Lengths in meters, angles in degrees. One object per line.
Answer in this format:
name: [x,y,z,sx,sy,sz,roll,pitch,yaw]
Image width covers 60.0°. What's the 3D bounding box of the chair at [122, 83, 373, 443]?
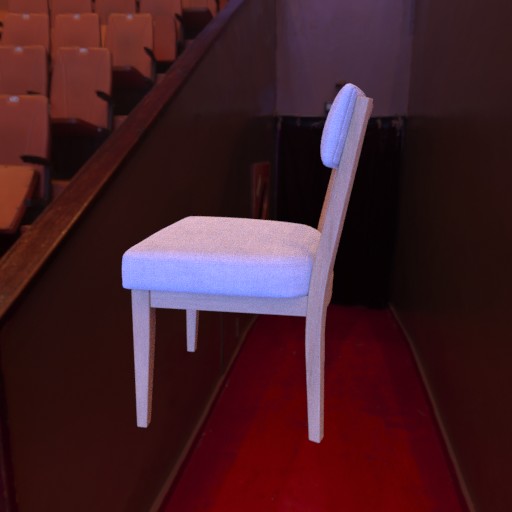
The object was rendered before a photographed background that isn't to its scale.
chair: [0.000,0.000,1.220,0.572,0.832,0.508,2,15,9]
